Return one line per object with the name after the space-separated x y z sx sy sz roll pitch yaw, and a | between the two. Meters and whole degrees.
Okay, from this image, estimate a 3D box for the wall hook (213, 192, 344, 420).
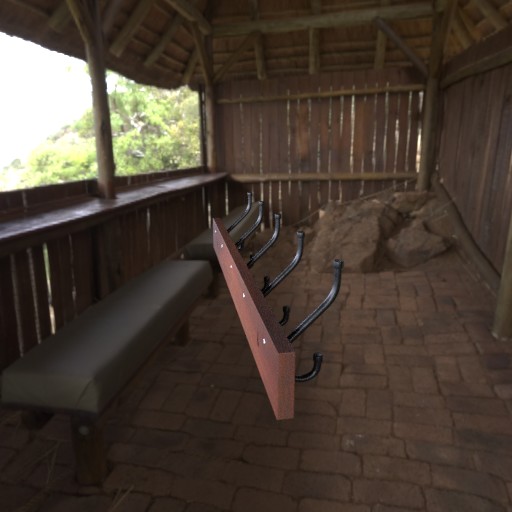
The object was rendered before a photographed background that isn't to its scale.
0.000 0.000 0.619 0.071 0.117 0.571 -3 16 -10 | wall hook
